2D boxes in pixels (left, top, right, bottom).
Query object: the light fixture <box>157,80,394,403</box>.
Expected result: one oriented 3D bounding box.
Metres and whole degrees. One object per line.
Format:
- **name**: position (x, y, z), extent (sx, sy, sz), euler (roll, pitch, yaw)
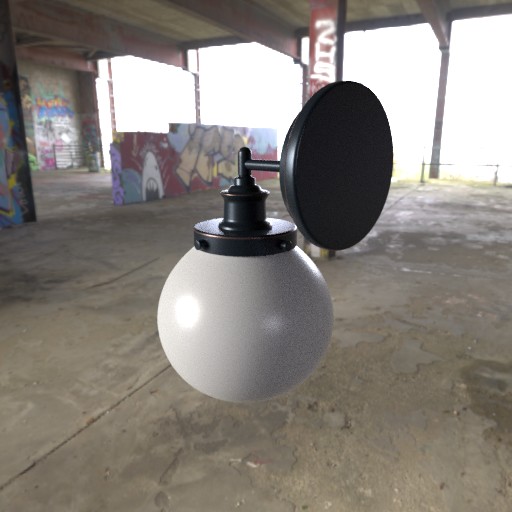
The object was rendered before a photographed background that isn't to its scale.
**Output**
- **light fixture**: position (0.000, 0.000, 0.475), extent (0.197, 0.332, 0.230), euler (-13, 20, -41)
